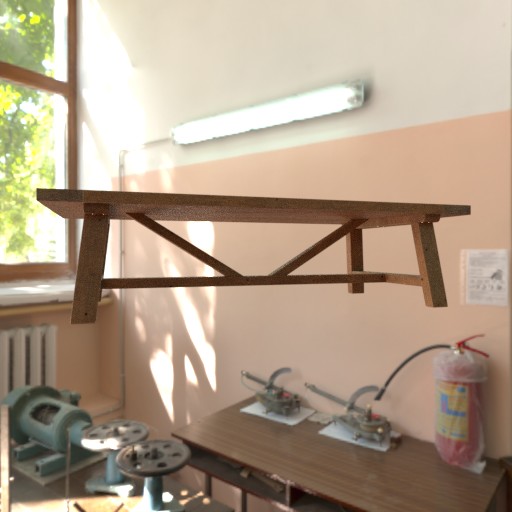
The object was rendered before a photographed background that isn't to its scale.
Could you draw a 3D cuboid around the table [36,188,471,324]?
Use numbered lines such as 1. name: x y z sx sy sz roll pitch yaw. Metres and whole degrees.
1. table: 0.000 0.000 2.142 1.800 0.465 0.820 0 1 -18
